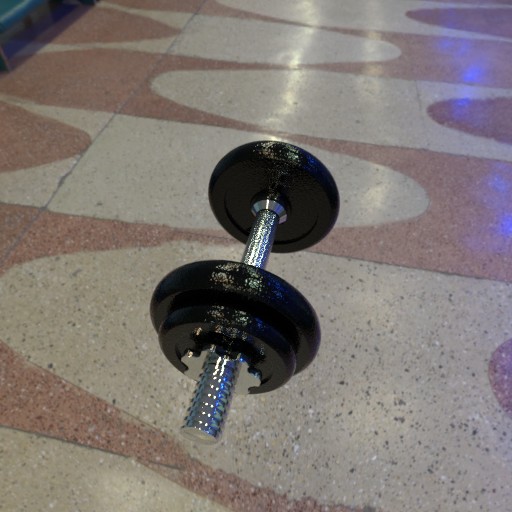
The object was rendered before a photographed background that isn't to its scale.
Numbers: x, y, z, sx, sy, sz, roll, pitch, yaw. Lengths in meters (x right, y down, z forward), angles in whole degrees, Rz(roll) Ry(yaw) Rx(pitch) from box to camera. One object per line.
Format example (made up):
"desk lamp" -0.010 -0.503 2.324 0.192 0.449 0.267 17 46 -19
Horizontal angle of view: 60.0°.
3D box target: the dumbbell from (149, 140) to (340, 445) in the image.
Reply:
"dumbbell" 0.000 0.000 0.595 0.202 0.202 0.497 9 47 9
